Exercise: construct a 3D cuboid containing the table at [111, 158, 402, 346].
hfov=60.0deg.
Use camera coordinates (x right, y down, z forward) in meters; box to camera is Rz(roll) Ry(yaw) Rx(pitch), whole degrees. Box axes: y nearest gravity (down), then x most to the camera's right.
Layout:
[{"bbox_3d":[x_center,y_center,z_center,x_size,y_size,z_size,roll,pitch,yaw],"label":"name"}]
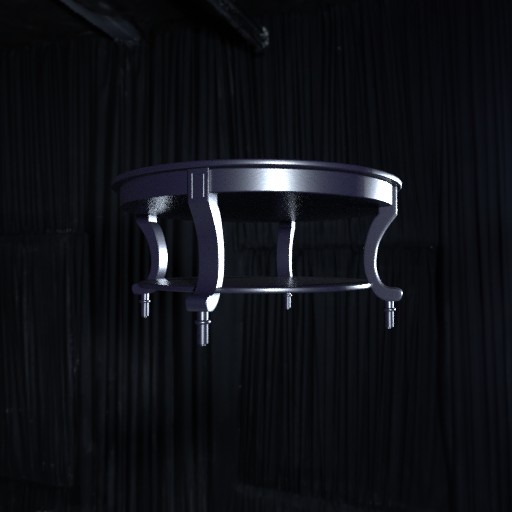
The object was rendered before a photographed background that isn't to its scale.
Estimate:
[{"bbox_3d":[0.000,0.000,1.643,1.029,0.491,1.029,0,0,0],"label":"table"}]
